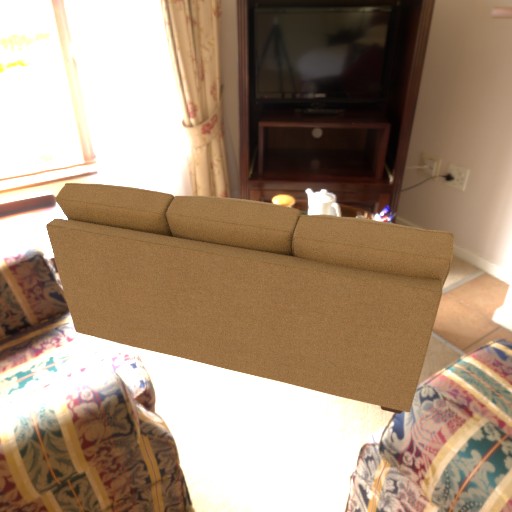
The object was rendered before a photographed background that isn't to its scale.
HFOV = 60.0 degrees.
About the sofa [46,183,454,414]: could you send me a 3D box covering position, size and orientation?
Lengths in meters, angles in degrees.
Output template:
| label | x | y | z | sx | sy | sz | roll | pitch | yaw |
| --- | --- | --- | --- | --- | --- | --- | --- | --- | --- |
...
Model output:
| label | x | y | z | sx | sy | sz | roll | pitch | yaw |
| --- | --- | --- | --- | --- | --- | --- | --- | --- | --- |
| sofa | 0.000 | 0.000 | 2.774 | 2.092 | 1.036 | 1.127 | 9 | 32 | 15 |
